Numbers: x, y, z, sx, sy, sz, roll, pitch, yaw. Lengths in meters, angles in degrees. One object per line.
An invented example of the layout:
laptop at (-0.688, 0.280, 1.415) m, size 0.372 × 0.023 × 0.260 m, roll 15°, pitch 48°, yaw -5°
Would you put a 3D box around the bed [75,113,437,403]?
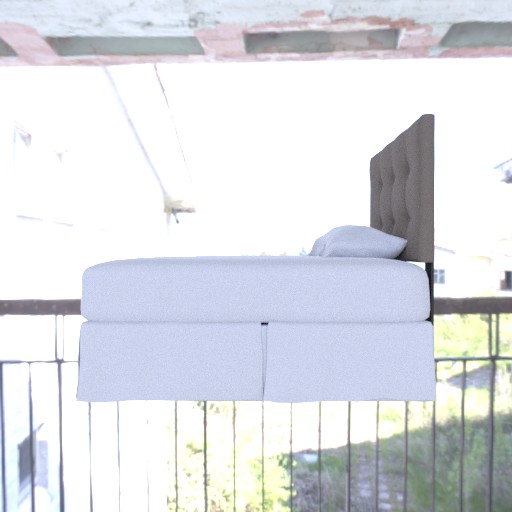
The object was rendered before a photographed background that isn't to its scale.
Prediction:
bed at (0.000, 0.000, 2.984) m, size 1.997 × 1.571 × 1.261 m, roll 0°, pitch 0°, yaw 0°
